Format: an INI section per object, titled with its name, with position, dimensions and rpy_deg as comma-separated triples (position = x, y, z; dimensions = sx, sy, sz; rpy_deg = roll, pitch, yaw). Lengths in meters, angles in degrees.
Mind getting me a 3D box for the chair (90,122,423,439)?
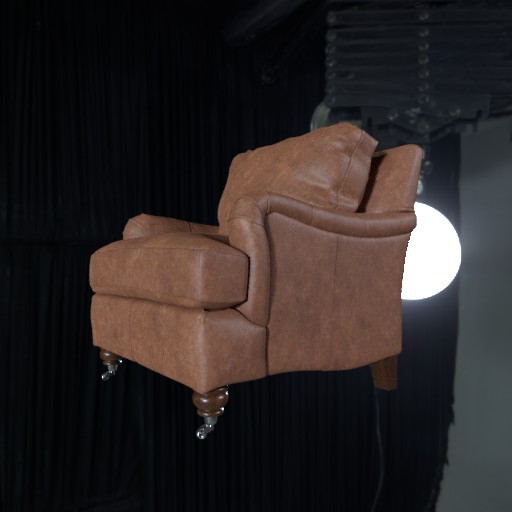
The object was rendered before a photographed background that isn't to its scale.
[chair]
position = 0.000, 0.000, 1.890
dimensions = 1.158, 1.055, 0.986
rpy_deg = 1, -1, -38
